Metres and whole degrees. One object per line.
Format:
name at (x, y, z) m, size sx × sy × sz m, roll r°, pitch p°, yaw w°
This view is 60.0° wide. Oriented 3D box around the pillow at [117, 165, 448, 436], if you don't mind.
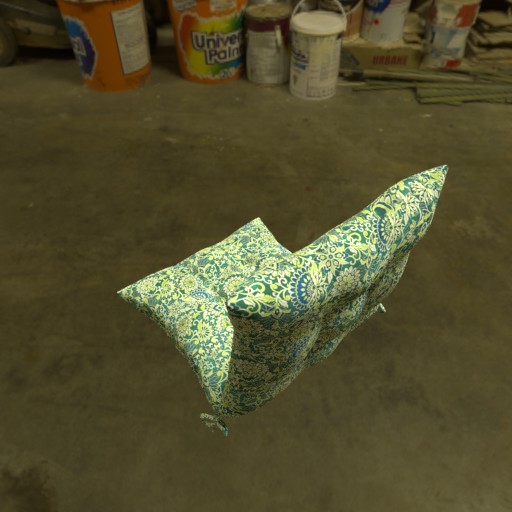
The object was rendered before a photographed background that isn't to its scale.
pillow at (0.000, 0.000, 1.008) m, size 0.541 × 0.536 × 0.585 m, roll -31°, pitch 53°, yaw -26°
